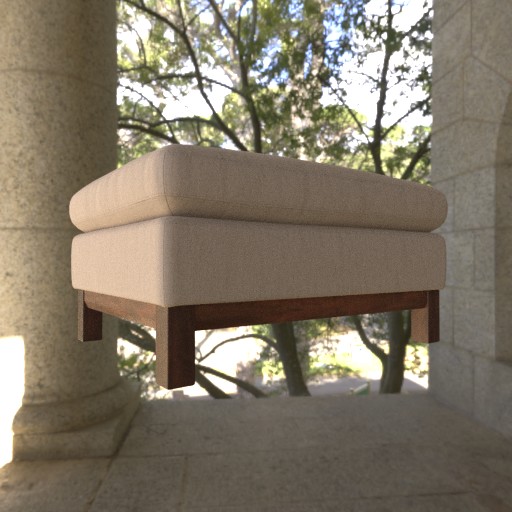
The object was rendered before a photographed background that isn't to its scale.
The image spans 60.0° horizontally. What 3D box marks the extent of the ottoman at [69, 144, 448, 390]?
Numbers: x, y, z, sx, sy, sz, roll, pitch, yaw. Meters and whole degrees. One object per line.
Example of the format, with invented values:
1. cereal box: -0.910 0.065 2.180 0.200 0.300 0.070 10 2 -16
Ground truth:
1. ottoman: 0.000 0.000 1.102 0.771 0.420 0.606 1 -1 -35
